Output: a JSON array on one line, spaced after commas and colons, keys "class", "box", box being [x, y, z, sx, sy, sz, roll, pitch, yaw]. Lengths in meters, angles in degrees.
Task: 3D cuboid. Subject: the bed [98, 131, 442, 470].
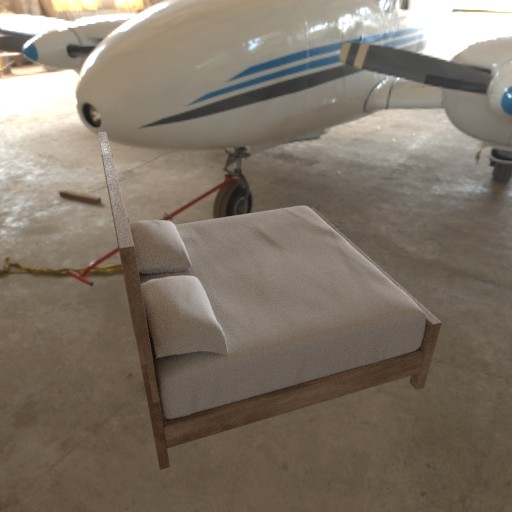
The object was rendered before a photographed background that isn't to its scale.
[{"class": "bed", "box": [0.000, 0.000, 3.516, 2.032, 1.626, 2.032, -10, 32, -17]}]
